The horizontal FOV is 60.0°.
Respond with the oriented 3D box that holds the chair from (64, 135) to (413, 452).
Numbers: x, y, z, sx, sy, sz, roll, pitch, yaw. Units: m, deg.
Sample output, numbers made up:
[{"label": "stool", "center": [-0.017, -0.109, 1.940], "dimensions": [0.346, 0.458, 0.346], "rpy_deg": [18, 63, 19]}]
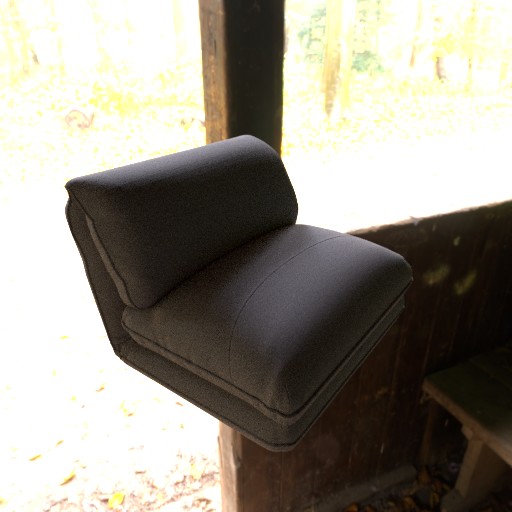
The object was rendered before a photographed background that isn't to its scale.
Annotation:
[{"label": "chair", "center": [0.000, 0.000, 1.377], "dimensions": [0.780, 0.580, 0.820], "rpy_deg": [18, 31, 32]}]
